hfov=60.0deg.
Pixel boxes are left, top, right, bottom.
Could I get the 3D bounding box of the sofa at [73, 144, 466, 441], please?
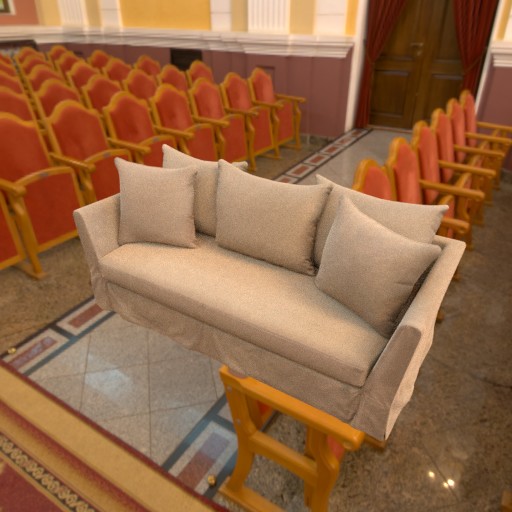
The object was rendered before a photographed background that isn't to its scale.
[{"bbox_3d":[0.000,0.000,2.862,2.290,1.034,1.031,18,34,28],"label":"sofa"}]
